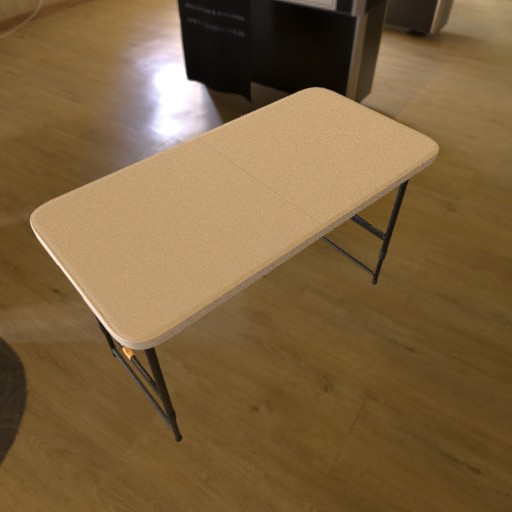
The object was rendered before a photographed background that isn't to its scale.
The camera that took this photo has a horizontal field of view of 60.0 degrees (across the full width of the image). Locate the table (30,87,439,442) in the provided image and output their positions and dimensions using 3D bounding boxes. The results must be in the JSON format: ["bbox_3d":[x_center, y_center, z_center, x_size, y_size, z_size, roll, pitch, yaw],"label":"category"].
[{"bbox_3d":[0.000,0.000,1.648,1.245,0.737,0.611,-32,55,-27],"label":"table"}]
